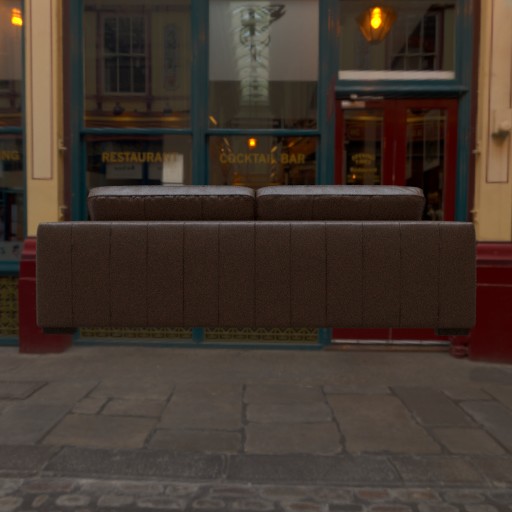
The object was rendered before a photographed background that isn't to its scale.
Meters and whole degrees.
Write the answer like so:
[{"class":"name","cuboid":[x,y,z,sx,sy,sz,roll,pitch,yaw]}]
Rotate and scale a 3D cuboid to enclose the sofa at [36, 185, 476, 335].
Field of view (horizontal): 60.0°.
[{"class":"sofa","cuboid":[0.000,0.000,2.776,2.262,0.801,1.070,0,2,1]}]
